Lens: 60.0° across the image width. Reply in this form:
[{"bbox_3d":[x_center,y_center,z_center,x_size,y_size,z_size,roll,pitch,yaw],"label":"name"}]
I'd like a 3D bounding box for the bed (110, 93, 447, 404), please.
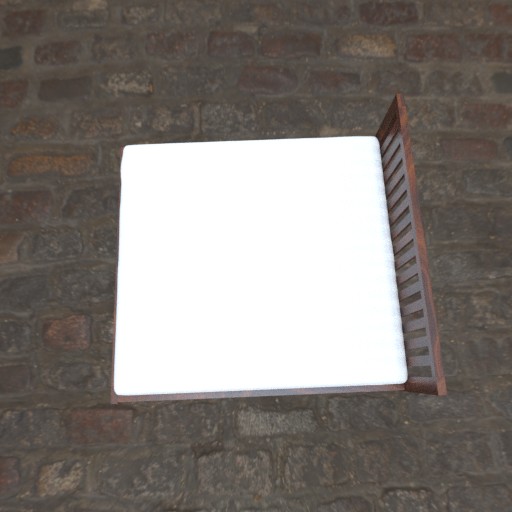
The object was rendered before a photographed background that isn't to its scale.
[{"bbox_3d":[0.000,0.000,3.103,2.030,0.890,1.905,-2,75,-1],"label":"bed"}]
